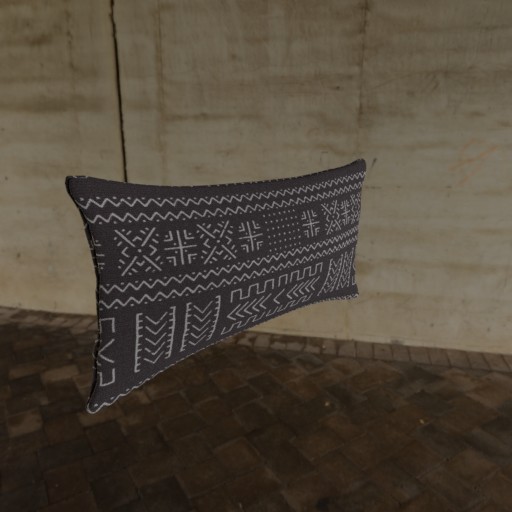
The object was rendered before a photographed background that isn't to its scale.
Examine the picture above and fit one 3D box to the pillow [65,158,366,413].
[{"bbox_3d":[0.000,0.000,0.792,0.135,0.322,0.667,15,21,43],"label":"pillow"}]
